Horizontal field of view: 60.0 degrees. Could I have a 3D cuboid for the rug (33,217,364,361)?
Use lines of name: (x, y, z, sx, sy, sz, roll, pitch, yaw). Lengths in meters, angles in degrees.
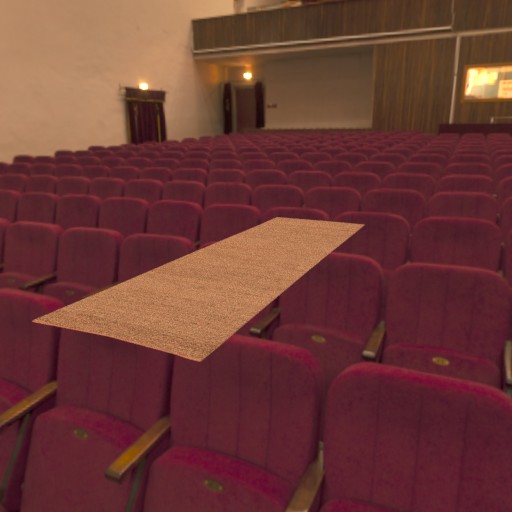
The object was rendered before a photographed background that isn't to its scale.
rug: (0.000, 0.000, 2.563, 0.741, 0.014, 2.390, 7, 17, 25)
